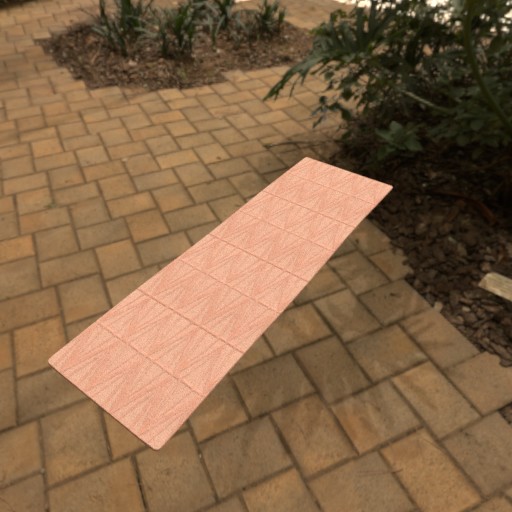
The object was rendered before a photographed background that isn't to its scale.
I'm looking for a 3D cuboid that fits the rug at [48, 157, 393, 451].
[{"bbox_3d":[0.000,0.000,2.711,0.760,0.015,2.435,26,48,26],"label":"rug"}]
